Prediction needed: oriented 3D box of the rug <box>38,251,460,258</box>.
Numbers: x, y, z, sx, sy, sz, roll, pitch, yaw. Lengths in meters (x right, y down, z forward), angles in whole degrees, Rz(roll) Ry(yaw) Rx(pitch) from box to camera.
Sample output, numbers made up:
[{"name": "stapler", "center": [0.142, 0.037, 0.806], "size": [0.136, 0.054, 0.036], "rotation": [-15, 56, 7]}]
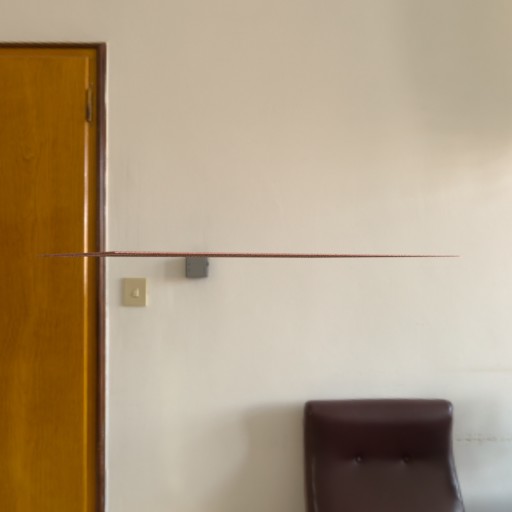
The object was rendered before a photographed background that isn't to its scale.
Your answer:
[{"name": "rug", "center": [0.000, 0.000, 3.003], "size": [2.438, 0.008, 1.523], "rotation": [0, -1, -36]}]
